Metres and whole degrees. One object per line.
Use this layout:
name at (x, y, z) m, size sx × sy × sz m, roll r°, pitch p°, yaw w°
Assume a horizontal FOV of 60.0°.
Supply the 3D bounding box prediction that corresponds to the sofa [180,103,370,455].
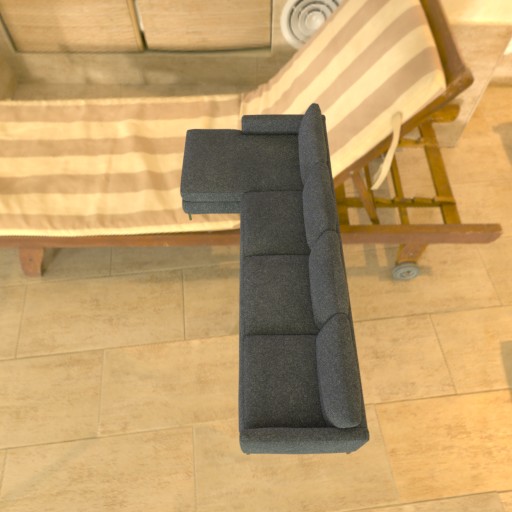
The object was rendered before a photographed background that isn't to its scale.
sofa at (0.000, 0.000, 3.584) m, size 1.350 × 0.810 × 2.932 m, roll -1°, pitch 58°, yaw 0°
